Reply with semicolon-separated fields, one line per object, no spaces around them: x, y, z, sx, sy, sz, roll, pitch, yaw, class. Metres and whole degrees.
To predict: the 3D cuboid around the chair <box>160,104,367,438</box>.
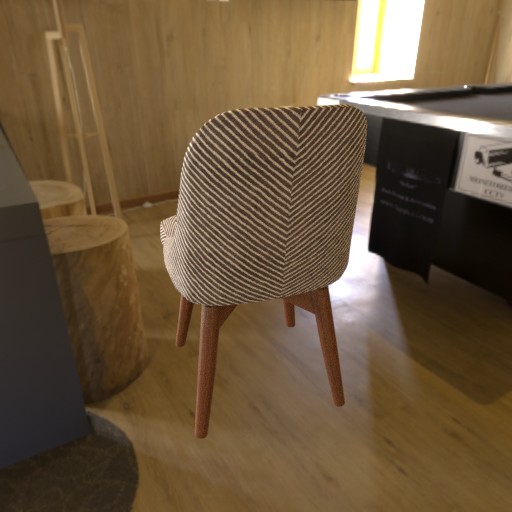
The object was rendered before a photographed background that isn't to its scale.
0.000;0.000;1.259;0.504;0.883;0.591;-7;27;-15;chair
